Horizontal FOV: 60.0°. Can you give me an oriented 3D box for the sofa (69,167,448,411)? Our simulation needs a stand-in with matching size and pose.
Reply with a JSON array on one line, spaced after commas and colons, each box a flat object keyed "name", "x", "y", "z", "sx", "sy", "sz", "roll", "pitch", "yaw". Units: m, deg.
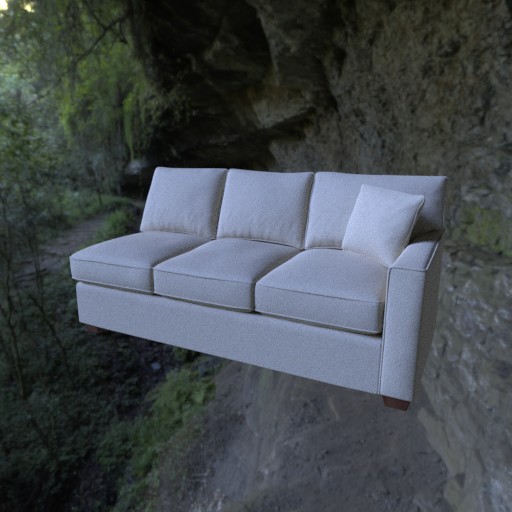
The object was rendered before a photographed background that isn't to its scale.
[{"name": "sofa", "x": 0.000, "y": 0.000, "z": 2.579, "sx": 1.963, "sy": 0.946, "sz": 1.034, "roll": 7, "pitch": 16, "yaw": 26}]
